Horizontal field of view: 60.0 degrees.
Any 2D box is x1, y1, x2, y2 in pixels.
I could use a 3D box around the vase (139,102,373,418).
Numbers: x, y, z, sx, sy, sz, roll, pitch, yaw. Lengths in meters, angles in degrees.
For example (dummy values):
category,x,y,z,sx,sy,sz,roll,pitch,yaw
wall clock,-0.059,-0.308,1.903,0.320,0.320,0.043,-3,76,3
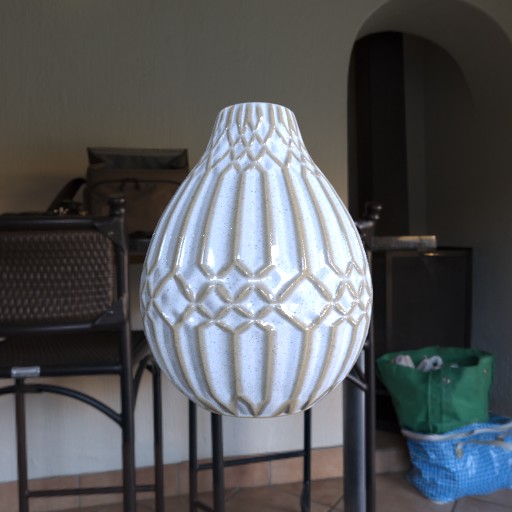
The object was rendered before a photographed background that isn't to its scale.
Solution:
category,x,y,z,sx,sy,sz,roll,pitch,yaw
vase,0.000,0.000,0.313,0.159,0.200,0.159,0,0,0
